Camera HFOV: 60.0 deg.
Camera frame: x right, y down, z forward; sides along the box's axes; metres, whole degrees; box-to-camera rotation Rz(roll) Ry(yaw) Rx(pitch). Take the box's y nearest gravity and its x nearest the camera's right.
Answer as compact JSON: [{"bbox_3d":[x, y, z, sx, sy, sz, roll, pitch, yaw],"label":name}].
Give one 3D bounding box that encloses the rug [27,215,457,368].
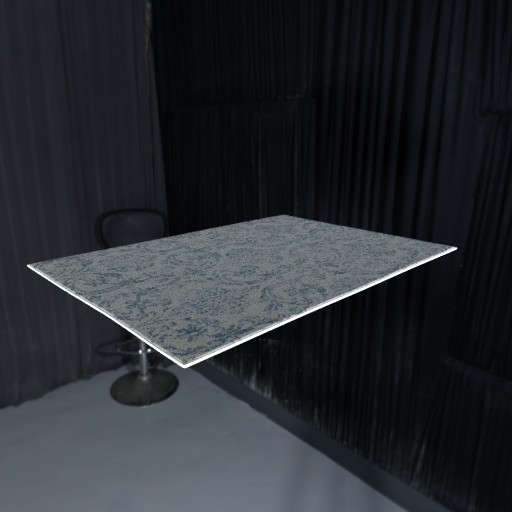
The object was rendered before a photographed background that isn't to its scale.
[{"bbox_3d":[0.000,0.000,2.776,2.197,0.014,1.586,-15,22,-42],"label":"rug"}]
